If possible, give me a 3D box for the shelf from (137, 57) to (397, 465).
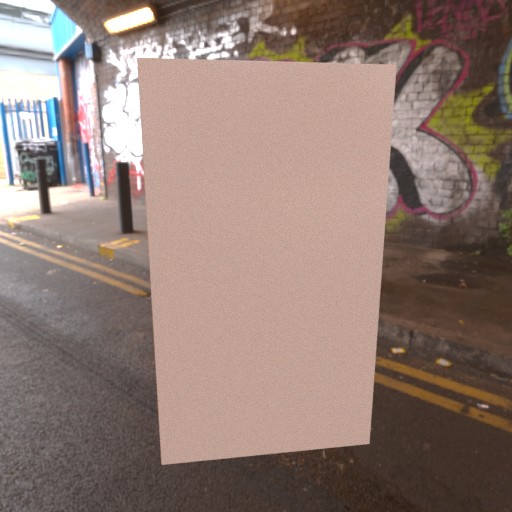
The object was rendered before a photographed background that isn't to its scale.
[{"bbox_3d":[0.000,0.000,0.795,0.350,0.600,0.290,-2,14,-8],"label":"shelf"}]
